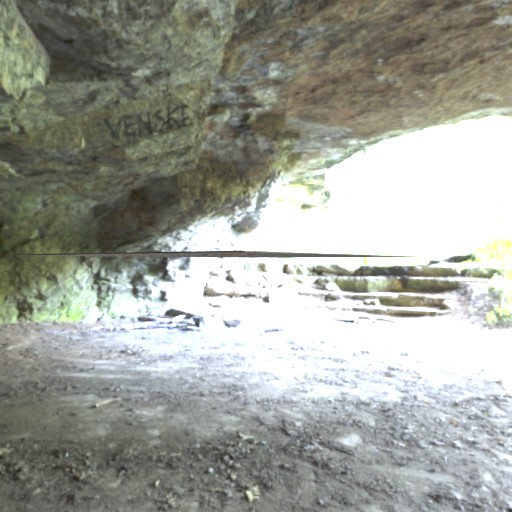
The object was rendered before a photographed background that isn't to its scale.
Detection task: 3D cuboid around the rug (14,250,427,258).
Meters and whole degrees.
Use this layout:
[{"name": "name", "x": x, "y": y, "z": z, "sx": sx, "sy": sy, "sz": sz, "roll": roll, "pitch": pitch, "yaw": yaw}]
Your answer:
[{"name": "rug", "x": 0.000, "y": 0.000, "z": 2.262, "sx": 1.217, "sy": 0.005, "sz": 1.818, "roll": 0, "pitch": -1, "yaw": 35}]
